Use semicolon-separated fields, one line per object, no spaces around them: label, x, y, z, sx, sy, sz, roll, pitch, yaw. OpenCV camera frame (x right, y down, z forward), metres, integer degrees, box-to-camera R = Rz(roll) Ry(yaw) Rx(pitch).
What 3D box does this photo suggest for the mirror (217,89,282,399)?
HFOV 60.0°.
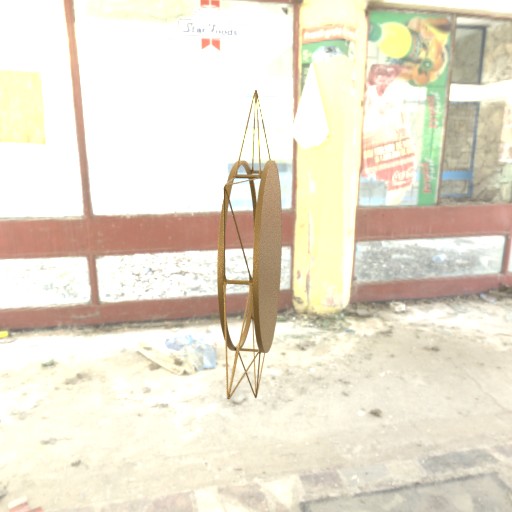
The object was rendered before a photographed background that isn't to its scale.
mirror;0.000;0.000;0.818;0.062;0.581;0.498;2;13;9
